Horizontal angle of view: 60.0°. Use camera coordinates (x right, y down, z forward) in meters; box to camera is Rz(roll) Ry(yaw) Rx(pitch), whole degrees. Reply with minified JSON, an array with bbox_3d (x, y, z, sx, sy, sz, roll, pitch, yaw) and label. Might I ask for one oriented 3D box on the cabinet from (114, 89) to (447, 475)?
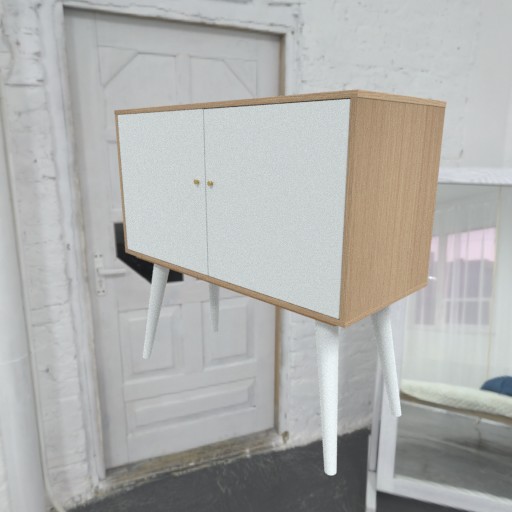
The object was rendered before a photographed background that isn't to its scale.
[{"bbox_3d":[0.000,0.000,1.586,1.057,1.016,0.470,14,21,43],"label":"cabinet"}]
